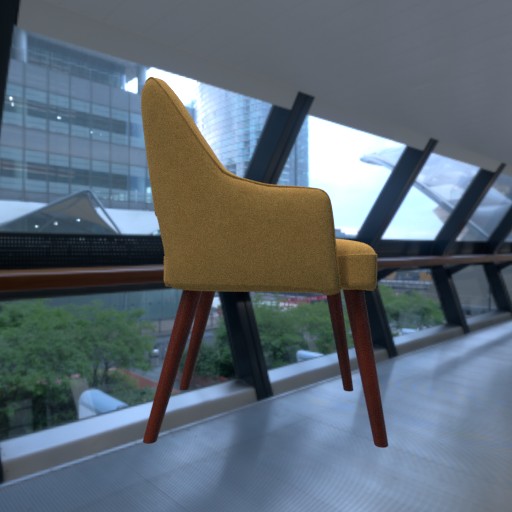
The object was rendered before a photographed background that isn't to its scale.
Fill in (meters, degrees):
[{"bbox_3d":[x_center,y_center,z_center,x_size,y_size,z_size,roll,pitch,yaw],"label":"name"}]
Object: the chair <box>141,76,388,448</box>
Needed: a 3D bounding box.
[{"bbox_3d":[0.000,0.000,1.211,0.605,0.849,0.548,0,0,2],"label":"chair"}]
